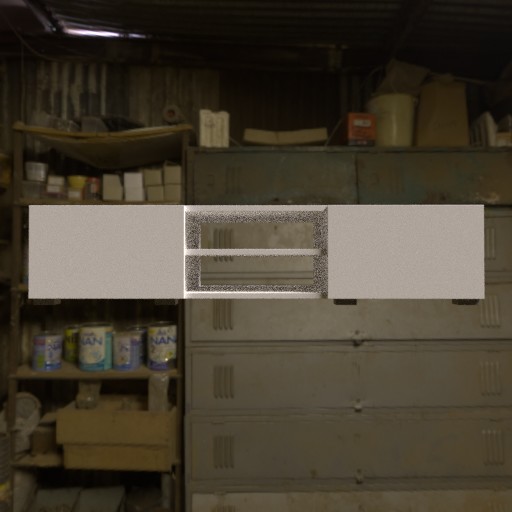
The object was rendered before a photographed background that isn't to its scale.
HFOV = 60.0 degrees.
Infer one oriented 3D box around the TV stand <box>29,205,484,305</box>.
[{"bbox_3d":[0.000,0.000,1.570,1.400,0.310,0.420,0,-1,0],"label":"TV stand"}]
